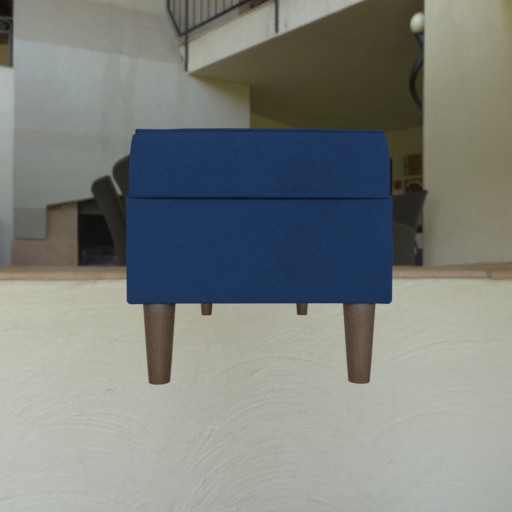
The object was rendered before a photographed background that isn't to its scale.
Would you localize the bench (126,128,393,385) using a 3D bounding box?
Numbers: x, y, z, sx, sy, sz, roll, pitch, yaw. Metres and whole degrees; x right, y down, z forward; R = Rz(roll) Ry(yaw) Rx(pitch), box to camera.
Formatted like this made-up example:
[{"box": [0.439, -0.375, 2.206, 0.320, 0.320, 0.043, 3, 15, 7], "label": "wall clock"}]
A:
[{"box": [0.000, 0.000, 1.289, 0.489, 0.467, 1.010, 0, 0, -1], "label": "bench"}]
